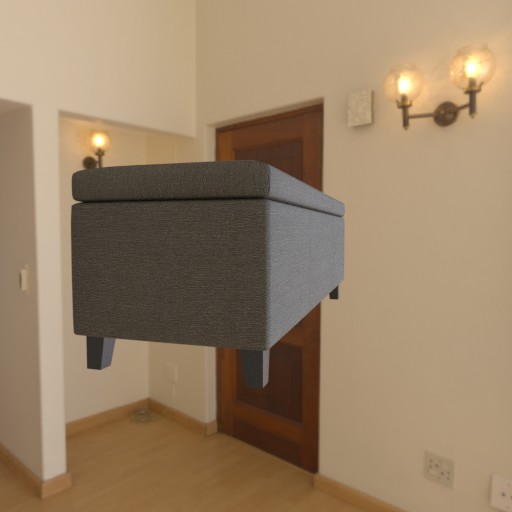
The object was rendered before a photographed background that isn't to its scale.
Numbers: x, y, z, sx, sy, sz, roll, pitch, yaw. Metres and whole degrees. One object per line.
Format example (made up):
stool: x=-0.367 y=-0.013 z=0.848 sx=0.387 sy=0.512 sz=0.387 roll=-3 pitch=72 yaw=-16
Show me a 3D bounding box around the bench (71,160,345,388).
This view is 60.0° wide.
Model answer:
bench: x=0.000 y=0.000 z=1.466 sx=0.446 sy=0.438 sz=1.269 roll=1 pitch=3 yaw=17
